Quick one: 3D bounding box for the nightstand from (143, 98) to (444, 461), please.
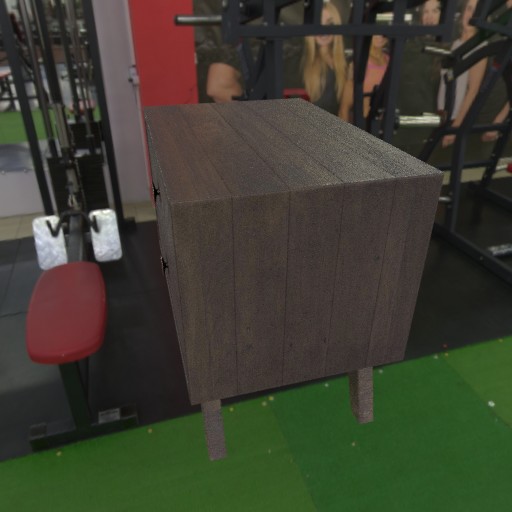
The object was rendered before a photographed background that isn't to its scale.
[{"bbox_3d":[0.000,0.000,1.078,0.450,0.599,0.650,-8,31,-14],"label":"nightstand"}]
